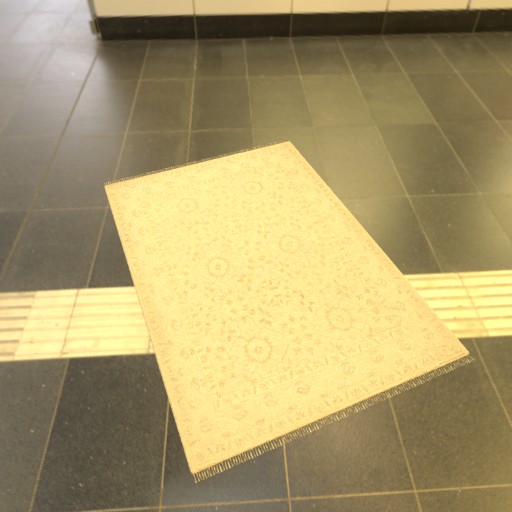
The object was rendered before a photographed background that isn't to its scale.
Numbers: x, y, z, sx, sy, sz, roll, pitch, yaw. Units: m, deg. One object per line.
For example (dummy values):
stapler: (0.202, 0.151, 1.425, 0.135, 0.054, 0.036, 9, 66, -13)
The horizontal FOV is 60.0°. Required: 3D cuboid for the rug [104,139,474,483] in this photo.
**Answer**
rug: (0.000, 0.000, 2.787, 1.514, 0.011, 2.233, -17, 50, -15)
